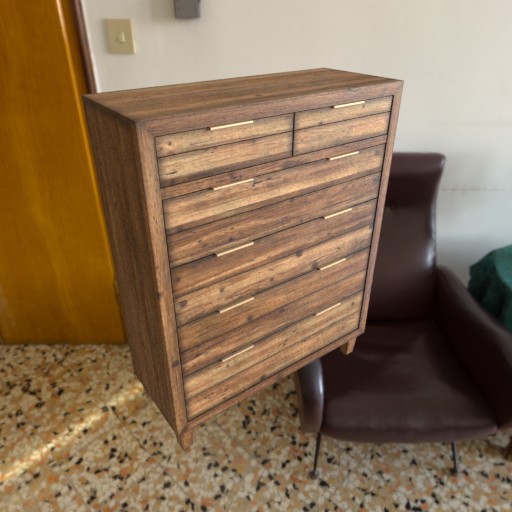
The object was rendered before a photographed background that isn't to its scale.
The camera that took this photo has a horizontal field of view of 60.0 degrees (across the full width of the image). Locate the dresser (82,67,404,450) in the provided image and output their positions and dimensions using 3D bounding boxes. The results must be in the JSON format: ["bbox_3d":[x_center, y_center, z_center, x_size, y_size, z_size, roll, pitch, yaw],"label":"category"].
[{"bbox_3d":[0.000,0.000,1.883,1.067,1.359,0.438,-20,36,-31],"label":"dresser"}]
